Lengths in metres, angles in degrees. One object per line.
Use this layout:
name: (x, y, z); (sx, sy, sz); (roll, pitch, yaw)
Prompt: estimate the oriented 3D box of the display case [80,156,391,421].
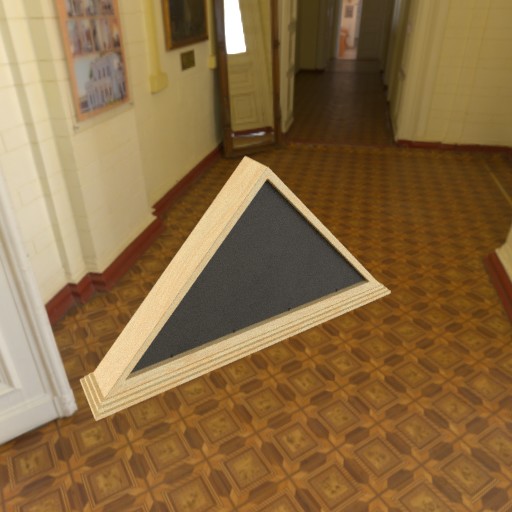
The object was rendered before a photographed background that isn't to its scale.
display case: (0.000, 0.000, 0.776); (0.640, 0.340, 0.095); (-18, 34, -28)
